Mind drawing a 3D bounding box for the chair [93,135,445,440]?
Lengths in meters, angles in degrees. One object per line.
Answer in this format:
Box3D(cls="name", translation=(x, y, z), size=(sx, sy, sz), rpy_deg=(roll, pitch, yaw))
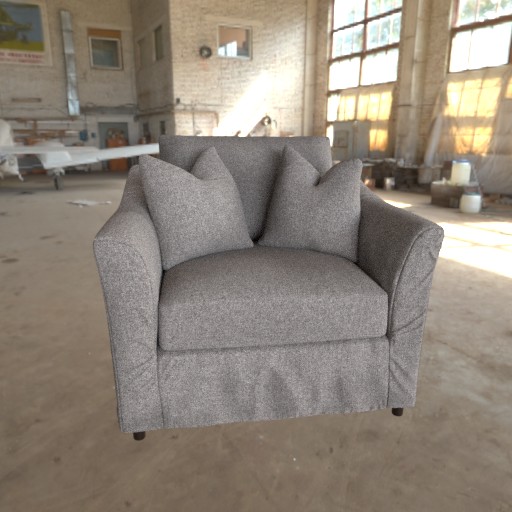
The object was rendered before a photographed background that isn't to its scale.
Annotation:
Box3D(cls="chair", translation=(0.000, 0.000, 2.003), size=(1.194, 1.059, 1.071), rpy_deg=(-2, 15, -8))
